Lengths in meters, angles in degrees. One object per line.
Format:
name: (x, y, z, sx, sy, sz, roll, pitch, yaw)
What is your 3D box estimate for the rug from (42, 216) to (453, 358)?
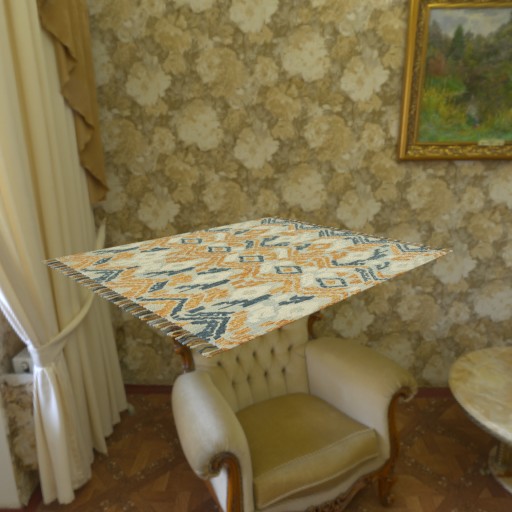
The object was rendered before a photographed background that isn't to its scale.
rug: (0.000, 0.000, 4.181, 3.048, 0.010, 2.439, -15, 22, -42)
